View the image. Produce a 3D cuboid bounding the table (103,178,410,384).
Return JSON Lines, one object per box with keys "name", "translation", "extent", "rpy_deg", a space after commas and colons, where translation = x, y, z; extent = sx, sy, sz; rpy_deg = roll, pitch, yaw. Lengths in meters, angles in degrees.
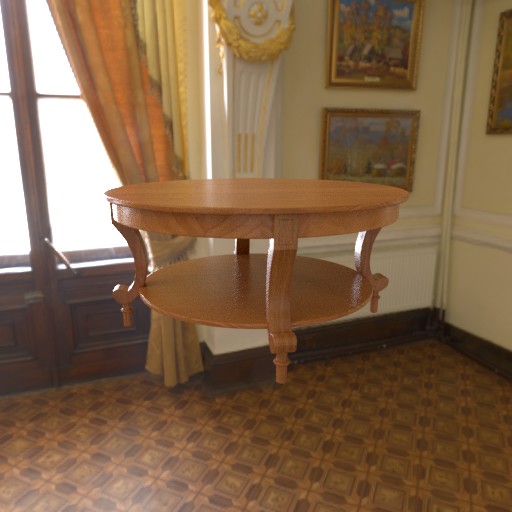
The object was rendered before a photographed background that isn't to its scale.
{"name": "table", "translation": [0.000, 0.000, 1.620], "extent": [1.029, 0.490, 1.029], "rpy_deg": [0, 14, 0]}
